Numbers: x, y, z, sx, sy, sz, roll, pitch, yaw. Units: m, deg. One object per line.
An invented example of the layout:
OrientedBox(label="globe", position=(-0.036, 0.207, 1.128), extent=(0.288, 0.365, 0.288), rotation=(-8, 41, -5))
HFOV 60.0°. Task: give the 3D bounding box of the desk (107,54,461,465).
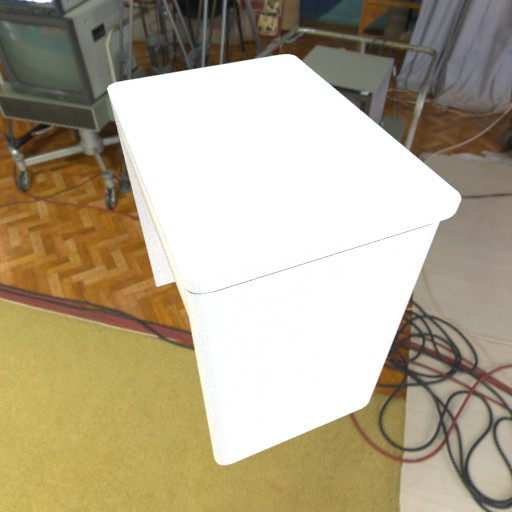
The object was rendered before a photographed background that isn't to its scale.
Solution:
OrientedBox(label="desk", position=(0.000, 0.000, 1.287), extent=(0.549, 0.800, 0.762), rotation=(-17, 48, -16))
